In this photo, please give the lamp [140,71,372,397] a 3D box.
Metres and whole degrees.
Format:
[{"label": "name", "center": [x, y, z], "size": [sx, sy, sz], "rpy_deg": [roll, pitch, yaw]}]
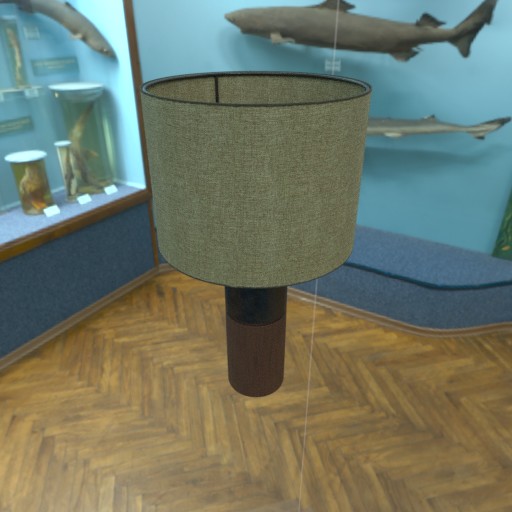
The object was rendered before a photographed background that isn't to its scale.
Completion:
[{"label": "lamp", "center": [0.000, 0.000, 0.478], "size": [0.202, 0.350, 0.202], "rpy_deg": [0, 29, 0]}]
